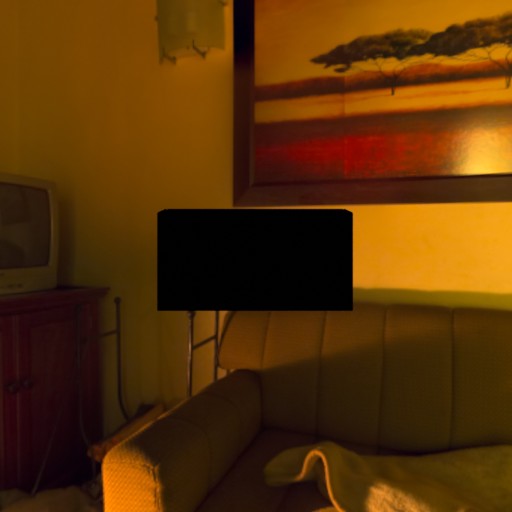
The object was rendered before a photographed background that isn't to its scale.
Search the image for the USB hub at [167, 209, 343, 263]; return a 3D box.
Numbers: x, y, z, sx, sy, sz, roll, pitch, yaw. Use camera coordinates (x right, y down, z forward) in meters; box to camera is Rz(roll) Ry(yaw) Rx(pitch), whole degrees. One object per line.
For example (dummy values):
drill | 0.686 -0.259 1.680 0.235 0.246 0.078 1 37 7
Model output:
USB hub | 0.000 0.000 0.158 0.044 0.023 0.145 0 1 0
